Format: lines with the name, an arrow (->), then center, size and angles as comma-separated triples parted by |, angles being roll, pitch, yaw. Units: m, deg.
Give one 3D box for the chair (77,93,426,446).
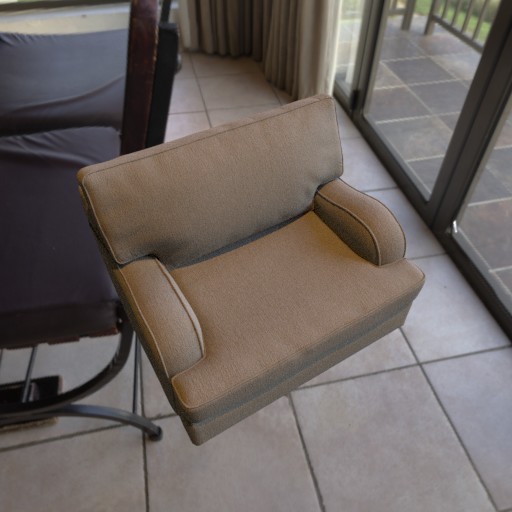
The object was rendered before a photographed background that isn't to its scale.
chair -> 0.000, 0.000, 2.040 | 1.220, 1.016, 1.041 | -24, 52, -21
